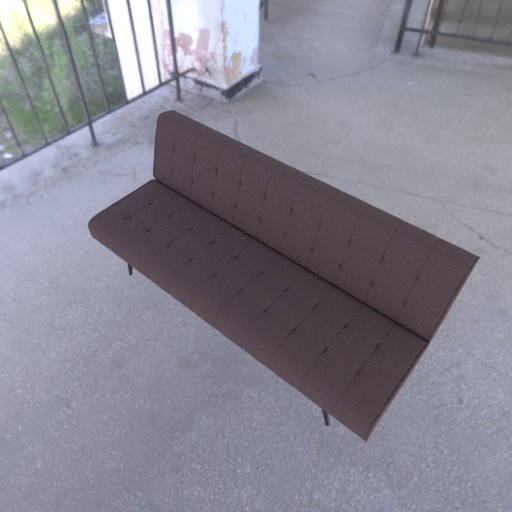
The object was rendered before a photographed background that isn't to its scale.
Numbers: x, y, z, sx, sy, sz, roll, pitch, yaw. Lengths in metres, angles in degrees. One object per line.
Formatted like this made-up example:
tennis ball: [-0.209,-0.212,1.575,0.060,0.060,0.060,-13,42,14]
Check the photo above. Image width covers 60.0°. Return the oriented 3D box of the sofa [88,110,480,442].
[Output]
sofa: [0.000,0.000,2.130,1.703,0.699,0.747,32,55,26]
